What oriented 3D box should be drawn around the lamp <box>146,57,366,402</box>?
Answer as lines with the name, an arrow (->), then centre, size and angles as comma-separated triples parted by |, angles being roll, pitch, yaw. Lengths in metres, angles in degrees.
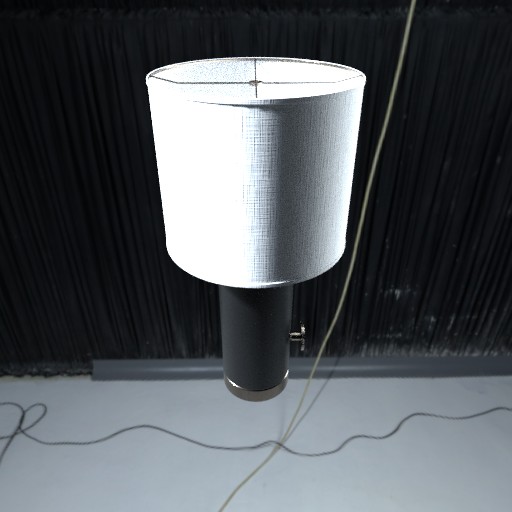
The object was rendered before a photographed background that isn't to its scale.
lamp -> 0.000, 0.000, 0.624 | 0.240, 0.482, 0.241 | 0, 32, -1
